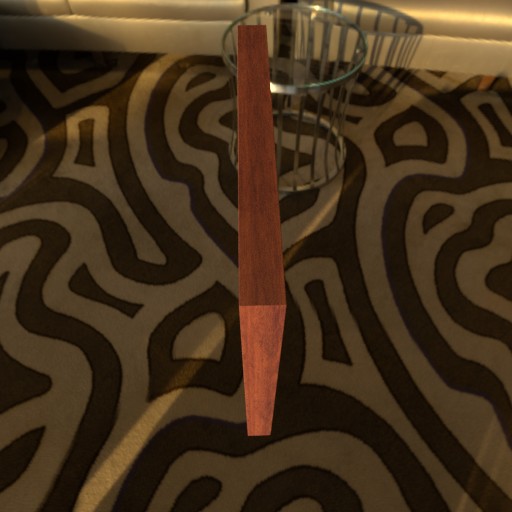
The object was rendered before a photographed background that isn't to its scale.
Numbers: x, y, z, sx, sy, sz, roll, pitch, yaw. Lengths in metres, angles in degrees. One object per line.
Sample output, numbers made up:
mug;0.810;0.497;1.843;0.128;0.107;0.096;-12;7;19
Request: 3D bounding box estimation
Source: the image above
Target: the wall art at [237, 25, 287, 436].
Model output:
wall art;0.000;0.000;0.533;0.030;0.381;0.330;-1;56;-1
